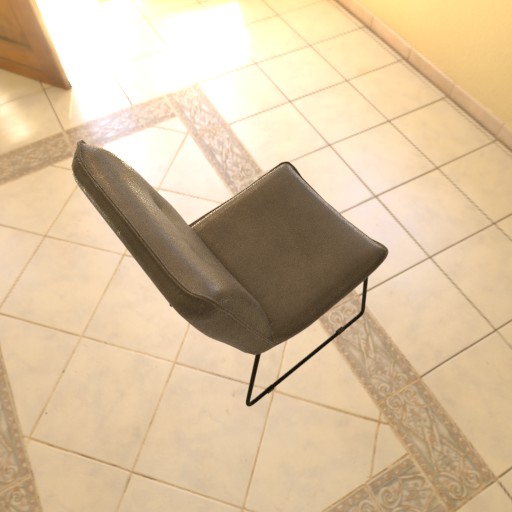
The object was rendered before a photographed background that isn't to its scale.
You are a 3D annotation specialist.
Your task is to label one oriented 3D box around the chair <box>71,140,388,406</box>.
[{"bbox_3d":[0.000,0.000,1.339,0.688,0.932,0.515,-34,65,-19],"label":"chair"}]
